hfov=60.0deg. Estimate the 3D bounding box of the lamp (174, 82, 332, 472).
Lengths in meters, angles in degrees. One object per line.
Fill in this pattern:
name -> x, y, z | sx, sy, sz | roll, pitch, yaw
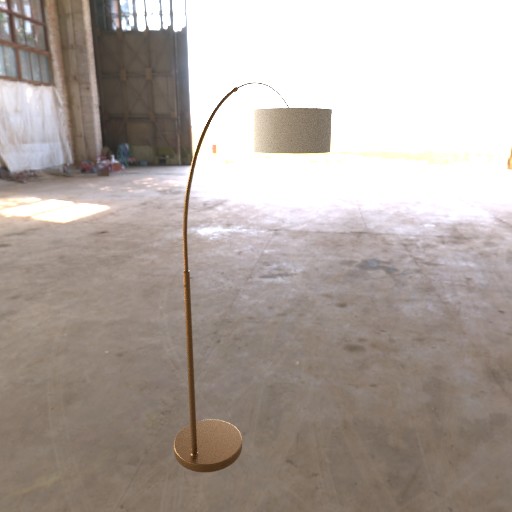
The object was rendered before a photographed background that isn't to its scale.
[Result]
lamp -> 0.000, 0.000, 2.618 | 0.493, 1.927, 1.434 | 9, 18, 28
